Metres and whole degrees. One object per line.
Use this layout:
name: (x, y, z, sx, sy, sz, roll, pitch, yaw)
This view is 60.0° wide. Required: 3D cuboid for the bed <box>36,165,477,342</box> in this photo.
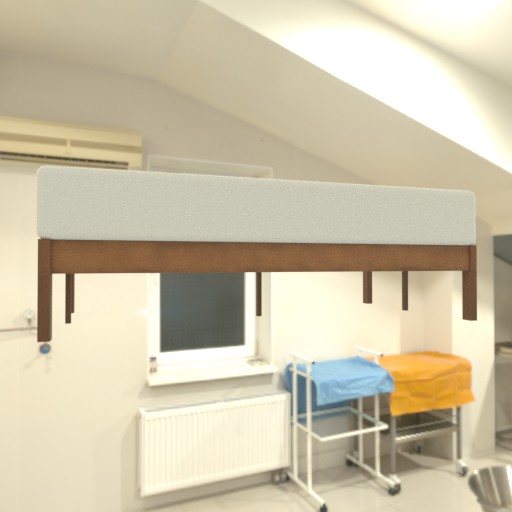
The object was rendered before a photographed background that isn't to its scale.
bed: (0.000, 0.000, 2.273, 1.902, 0.616, 0.961, 0, -1, -18)
